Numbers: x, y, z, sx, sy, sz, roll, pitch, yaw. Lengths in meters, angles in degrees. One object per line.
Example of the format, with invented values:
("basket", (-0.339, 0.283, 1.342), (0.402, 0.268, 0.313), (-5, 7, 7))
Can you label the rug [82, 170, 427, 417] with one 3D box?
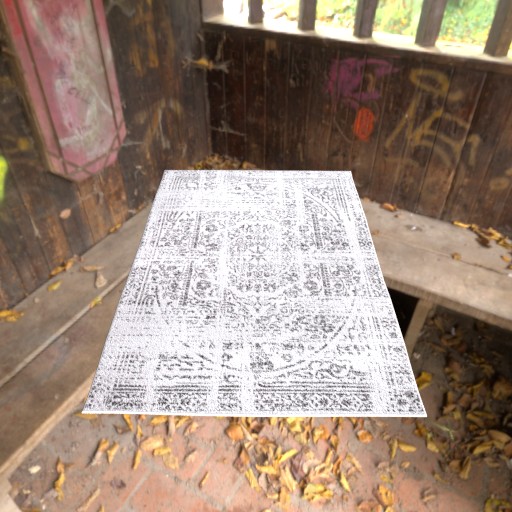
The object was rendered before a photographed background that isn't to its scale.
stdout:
("rug", (0.000, 0.000, 3.103), (1.706, 0.026, 2.438), (0, 40, 0))
